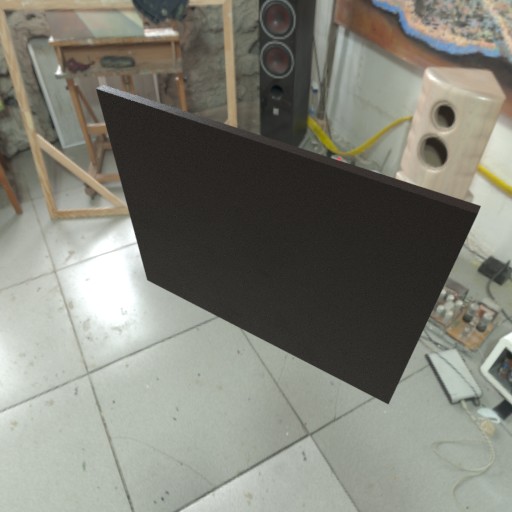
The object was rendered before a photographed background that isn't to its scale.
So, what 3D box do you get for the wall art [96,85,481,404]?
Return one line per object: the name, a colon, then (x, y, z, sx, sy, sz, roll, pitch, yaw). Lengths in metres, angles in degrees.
wall art: (0.000, 0.000, 1.581, 1.207, 0.952, 0.034, 24, 50, 21)
